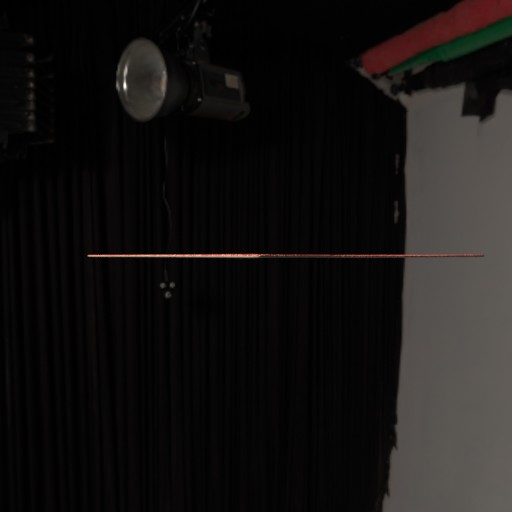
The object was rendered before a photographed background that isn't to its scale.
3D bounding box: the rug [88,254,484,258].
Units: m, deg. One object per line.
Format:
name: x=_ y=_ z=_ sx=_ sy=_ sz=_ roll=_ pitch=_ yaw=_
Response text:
rug: x=0.000 y=0.000 z=5.235 sx=2.803 sy=0.025 sz=3.965 roll=0 pitch=0 yaw=-36
